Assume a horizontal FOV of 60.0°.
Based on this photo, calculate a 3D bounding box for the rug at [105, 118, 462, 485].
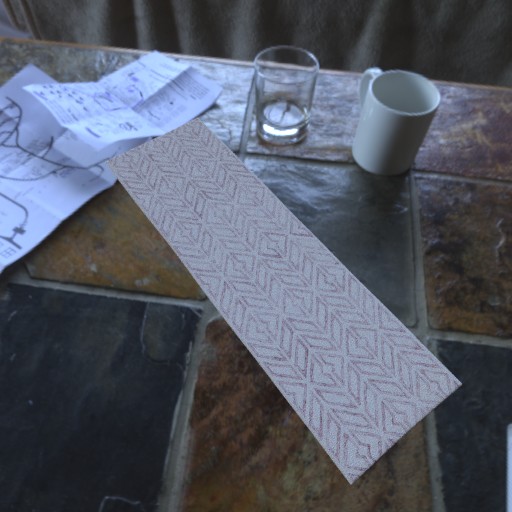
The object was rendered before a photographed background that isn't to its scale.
[{"bbox_3d":[0.000,0.000,2.605,0.750,0.009,2.435,-32,63,-19],"label":"rug"}]
